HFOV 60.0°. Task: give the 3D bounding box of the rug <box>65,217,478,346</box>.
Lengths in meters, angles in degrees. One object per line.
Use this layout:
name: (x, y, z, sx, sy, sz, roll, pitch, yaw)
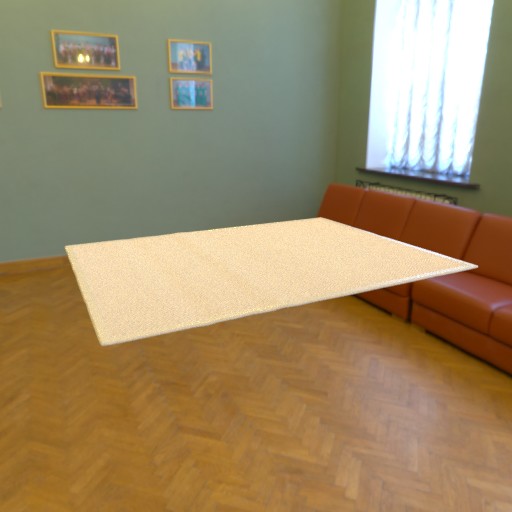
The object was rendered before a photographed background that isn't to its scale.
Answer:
rug: (0.000, 0.000, 4.837, 3.659, 0.037, 2.734, -8, 18, -26)
